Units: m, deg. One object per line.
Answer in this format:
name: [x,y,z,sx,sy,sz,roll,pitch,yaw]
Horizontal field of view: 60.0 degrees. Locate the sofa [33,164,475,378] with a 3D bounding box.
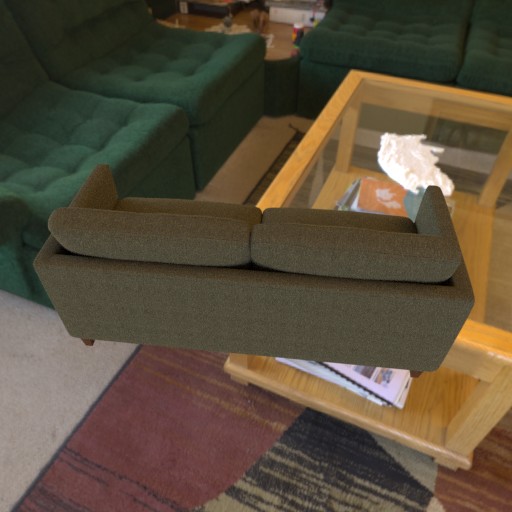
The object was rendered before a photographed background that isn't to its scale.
sofa: [0.000,0.000,2.668,2.208,0.965,0.948,5,45,4]
